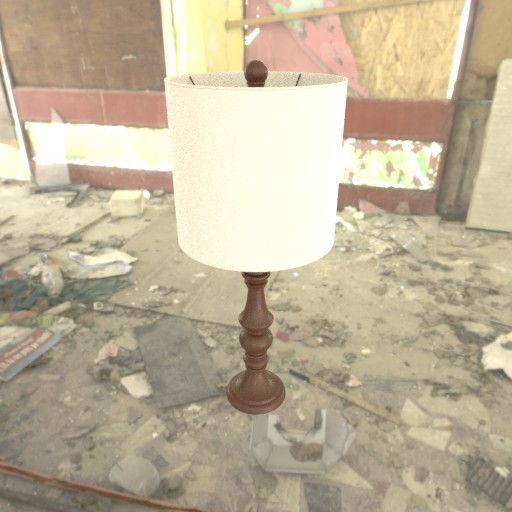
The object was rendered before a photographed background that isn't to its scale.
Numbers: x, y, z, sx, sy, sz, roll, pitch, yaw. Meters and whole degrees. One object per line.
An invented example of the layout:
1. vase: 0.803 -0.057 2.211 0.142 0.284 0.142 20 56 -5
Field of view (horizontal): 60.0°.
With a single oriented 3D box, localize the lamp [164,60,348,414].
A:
1. lamp: 0.000 0.000 0.737 0.250 0.597 0.250 17 31 30
